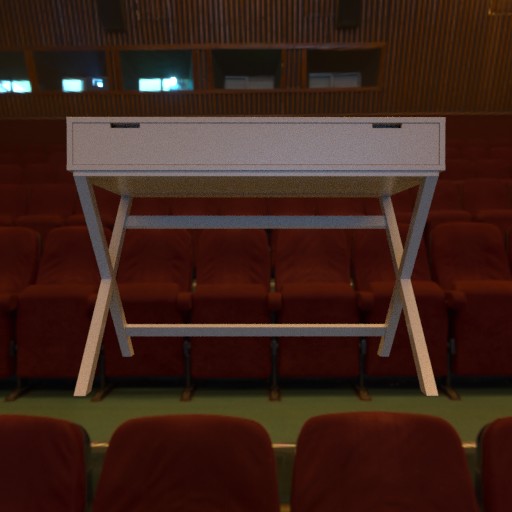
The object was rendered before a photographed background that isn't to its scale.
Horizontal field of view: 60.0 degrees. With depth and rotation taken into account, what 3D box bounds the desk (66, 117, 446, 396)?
[{"bbox_3d":[0.000,0.000,1.493,1.059,0.780,0.509,0,1,0],"label":"desk"}]
